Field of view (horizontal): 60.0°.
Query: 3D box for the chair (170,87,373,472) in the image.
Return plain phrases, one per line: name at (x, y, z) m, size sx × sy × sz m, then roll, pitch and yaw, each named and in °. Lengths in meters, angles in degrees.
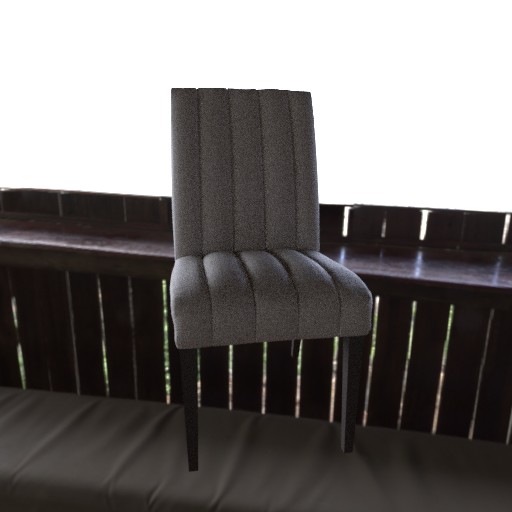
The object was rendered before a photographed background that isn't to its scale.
chair at (0.000, 0.000, 1.346) m, size 0.511 × 1.016 × 0.647 m, roll -2°, pitch 15°, yaw -9°
